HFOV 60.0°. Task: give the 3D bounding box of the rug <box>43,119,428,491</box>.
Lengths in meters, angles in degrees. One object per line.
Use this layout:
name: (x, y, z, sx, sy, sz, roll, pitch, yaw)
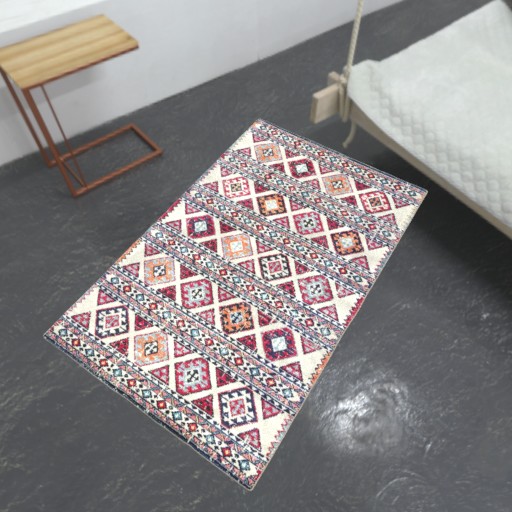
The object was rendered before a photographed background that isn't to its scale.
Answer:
rug: (0.000, 0.000, 3.041, 1.545, 0.010, 2.440, 29, 61, 18)
